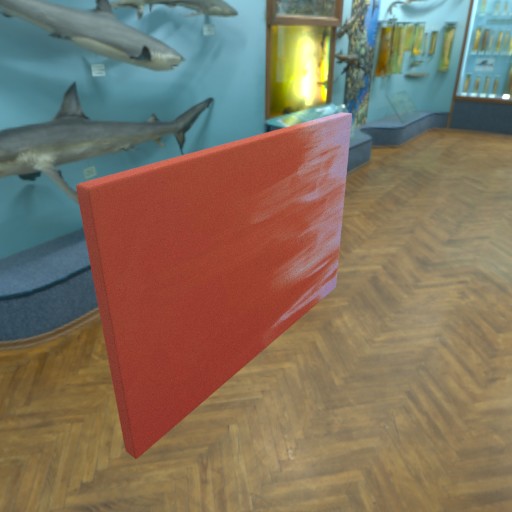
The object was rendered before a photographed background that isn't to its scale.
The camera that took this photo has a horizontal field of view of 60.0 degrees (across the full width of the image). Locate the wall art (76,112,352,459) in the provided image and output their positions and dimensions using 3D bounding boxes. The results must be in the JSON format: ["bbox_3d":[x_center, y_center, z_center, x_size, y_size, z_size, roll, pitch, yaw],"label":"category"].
[{"bbox_3d":[0.000,0.000,1.155,0.040,0.609,0.913,19,32,33],"label":"wall art"}]
